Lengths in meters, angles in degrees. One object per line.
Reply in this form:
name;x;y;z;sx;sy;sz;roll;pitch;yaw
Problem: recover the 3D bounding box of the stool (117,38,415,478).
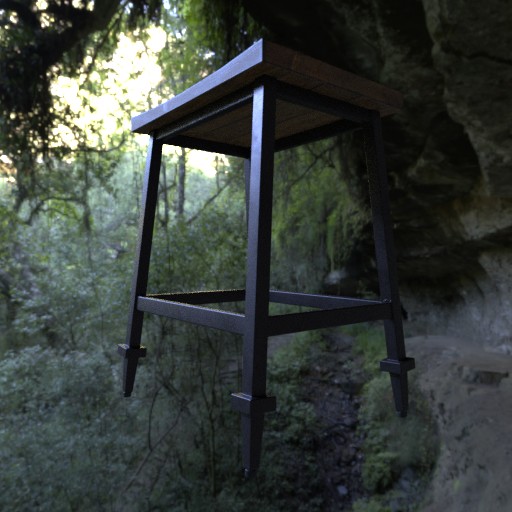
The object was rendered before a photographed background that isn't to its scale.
stool;0.000;0.000;0.923;0.405;0.625;0.486;0;0;-38
